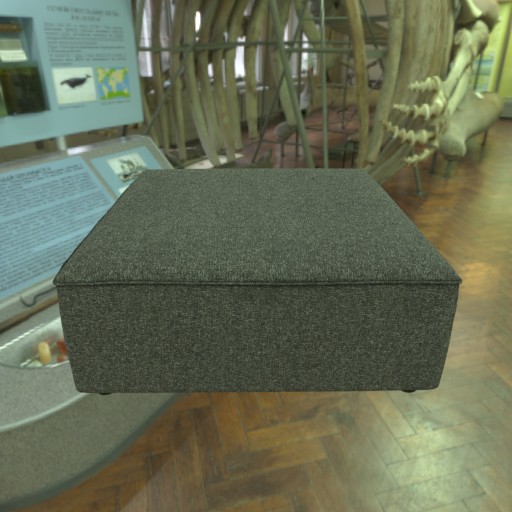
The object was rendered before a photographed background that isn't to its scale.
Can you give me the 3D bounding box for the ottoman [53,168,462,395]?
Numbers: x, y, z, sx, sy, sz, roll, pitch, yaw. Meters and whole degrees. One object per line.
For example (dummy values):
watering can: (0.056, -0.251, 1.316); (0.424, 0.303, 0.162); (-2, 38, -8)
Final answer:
ottoman: (0.000, 0.000, 1.580); (1.021, 0.423, 1.017); (0, 26, 0)
